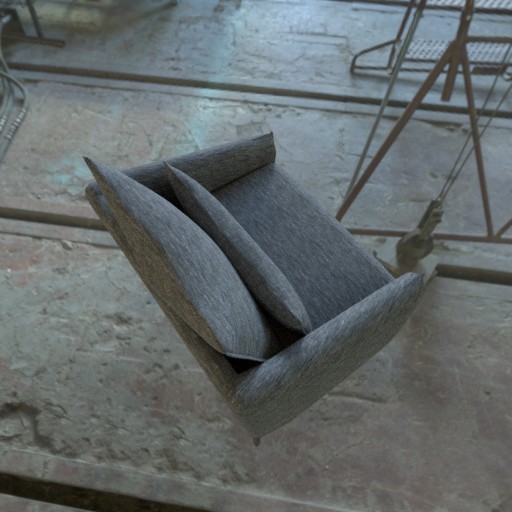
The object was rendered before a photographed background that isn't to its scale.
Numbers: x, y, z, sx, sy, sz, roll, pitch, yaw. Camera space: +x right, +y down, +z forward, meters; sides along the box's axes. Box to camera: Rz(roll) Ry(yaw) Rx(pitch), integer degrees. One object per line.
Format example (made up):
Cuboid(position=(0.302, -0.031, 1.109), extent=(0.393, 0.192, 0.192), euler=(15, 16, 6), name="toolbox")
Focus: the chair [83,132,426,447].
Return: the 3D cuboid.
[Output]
Cuboid(position=(0.000, 0.000, 1.630), extent=(0.805, 0.842, 1.004), euler=(-32, 63, -18), name="chair")
